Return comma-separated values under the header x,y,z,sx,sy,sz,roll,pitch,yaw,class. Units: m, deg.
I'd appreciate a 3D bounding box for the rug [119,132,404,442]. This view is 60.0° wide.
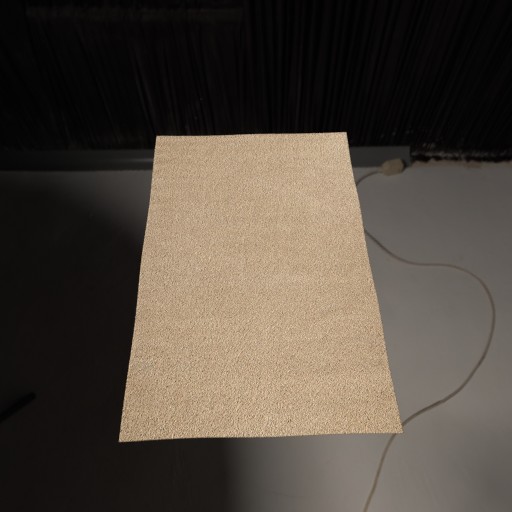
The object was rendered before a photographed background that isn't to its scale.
x,y,z,sx,sy,sz,roll,pitch,yaw,class
0.000,0.000,3.510,1.800,0.025,2.699,-1,59,-1,rug
